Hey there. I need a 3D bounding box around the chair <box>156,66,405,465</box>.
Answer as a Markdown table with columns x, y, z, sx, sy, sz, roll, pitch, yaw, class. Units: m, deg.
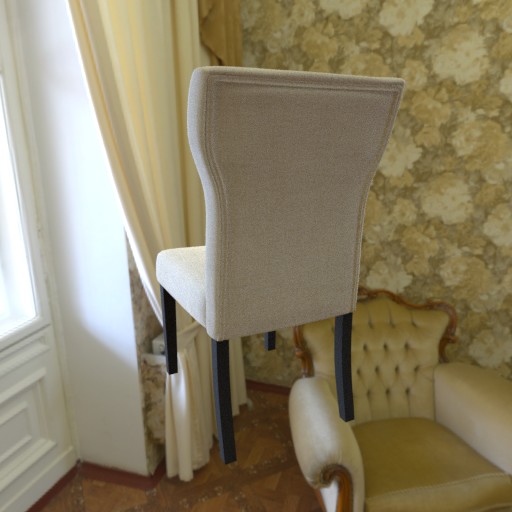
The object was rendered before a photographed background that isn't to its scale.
| x | y | z | sx | sy | sz | roll | pitch | yaw | class |
| --- | --- | --- | --- | --- | --- | --- | --- | --- | --- |
| 0.000 | 0.000 | 1.265 | 0.509 | 0.921 | 0.597 | -8 | 17 | -26 | chair |
